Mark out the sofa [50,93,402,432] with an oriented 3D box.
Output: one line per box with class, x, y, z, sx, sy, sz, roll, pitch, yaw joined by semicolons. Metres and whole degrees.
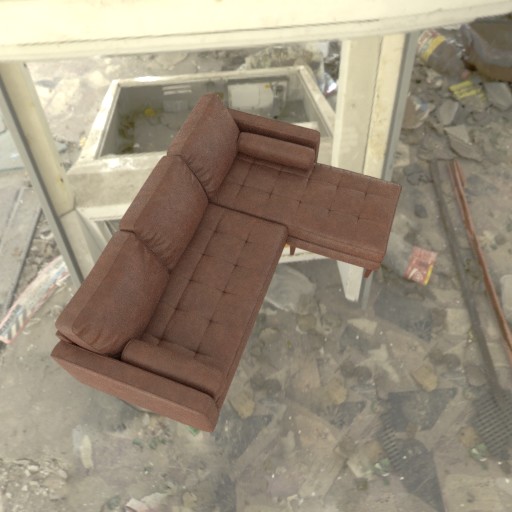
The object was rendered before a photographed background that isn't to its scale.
sofa;0.000;0.000;2.914;1.613;0.841;2.185;17;60;10
